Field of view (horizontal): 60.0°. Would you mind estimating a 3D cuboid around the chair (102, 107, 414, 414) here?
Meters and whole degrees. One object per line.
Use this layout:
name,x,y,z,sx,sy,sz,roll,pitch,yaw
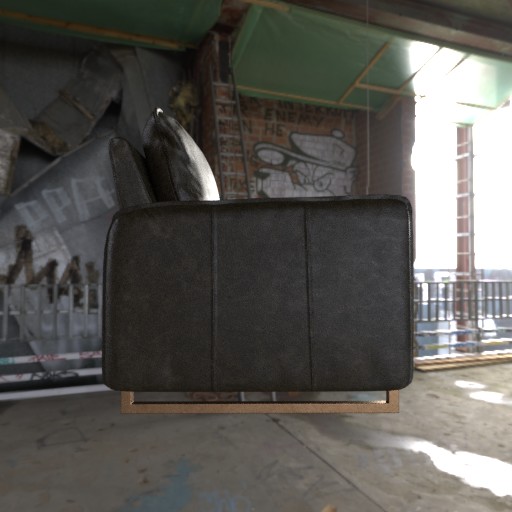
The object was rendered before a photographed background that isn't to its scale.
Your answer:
chair,0.000,0.000,1.634,0.921,0.921,0.830,0,-2,-1
